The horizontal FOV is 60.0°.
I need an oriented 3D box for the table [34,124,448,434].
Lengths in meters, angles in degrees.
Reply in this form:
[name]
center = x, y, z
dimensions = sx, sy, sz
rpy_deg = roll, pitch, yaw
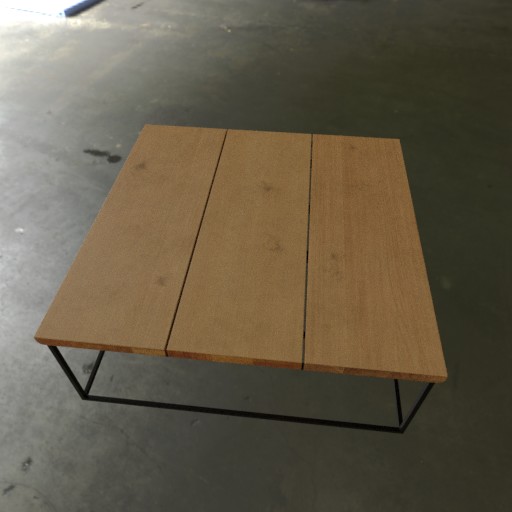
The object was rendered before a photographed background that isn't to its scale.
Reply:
[table]
center = 0.000, 0.000, 1.685
dimensions = 1.100, 0.400, 1.100
rpy_deg = 5, 47, 4
